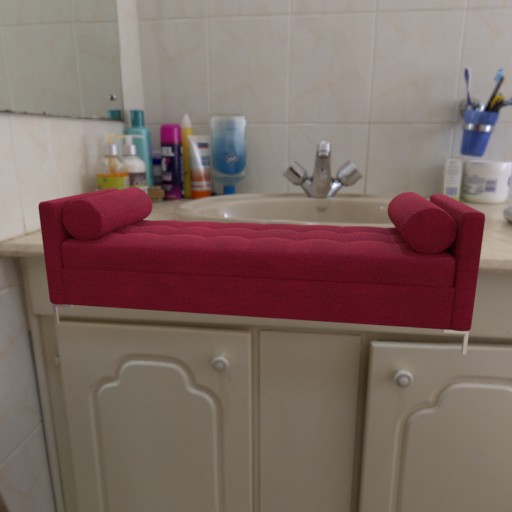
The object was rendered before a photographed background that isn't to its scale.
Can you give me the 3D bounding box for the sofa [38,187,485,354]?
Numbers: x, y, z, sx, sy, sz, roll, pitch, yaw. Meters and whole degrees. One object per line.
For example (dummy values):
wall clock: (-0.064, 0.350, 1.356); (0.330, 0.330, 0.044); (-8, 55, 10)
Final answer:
sofa: (0.000, 0.000, 2.323); (1.981, 0.635, 0.686); (2, 15, 10)
